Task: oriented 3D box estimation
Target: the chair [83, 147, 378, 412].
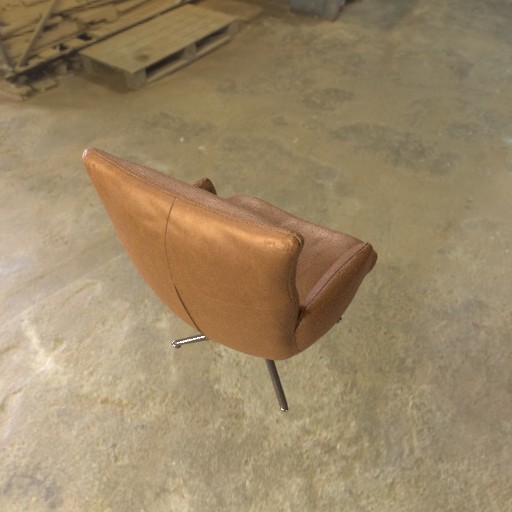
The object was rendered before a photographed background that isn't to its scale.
[{"bbox_3d":[0.000,0.000,1.544,0.711,1.027,0.794,25,52,21],"label":"chair"}]
